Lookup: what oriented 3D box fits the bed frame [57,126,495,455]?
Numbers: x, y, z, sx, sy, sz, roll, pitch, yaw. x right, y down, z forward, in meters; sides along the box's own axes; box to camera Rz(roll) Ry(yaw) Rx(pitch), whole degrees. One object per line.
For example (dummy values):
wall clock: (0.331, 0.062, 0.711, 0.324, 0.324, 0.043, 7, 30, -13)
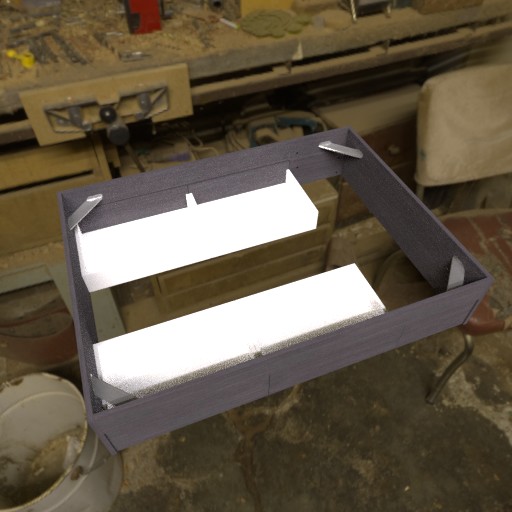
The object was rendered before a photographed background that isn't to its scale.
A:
bed frame: (0.000, 0.000, 2.527, 1.944, 0.459, 1.448, -16, 51, -14)
